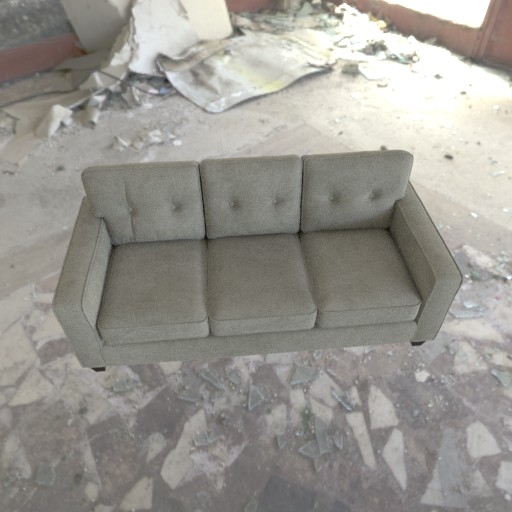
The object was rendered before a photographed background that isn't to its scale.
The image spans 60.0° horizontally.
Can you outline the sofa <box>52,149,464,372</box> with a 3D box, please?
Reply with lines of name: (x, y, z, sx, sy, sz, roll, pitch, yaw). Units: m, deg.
sofa: (0.000, 0.000, 2.673, 2.133, 0.965, 0.939, -4, 45, -4)
